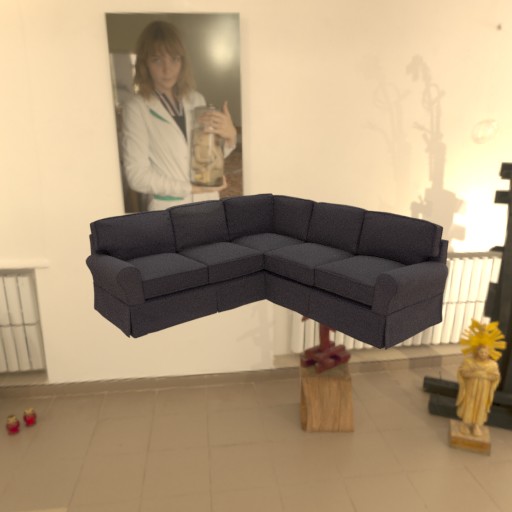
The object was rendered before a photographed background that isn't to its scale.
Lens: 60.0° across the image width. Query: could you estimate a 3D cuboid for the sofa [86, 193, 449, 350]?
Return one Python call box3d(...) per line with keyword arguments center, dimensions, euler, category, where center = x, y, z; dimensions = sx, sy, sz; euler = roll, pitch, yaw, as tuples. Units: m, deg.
box3d(center=(0.000, 0.000, 5.155), dimensions=(3.773, 1.169, 2.874), euler=(-2, 16, -8), category="sofa")
